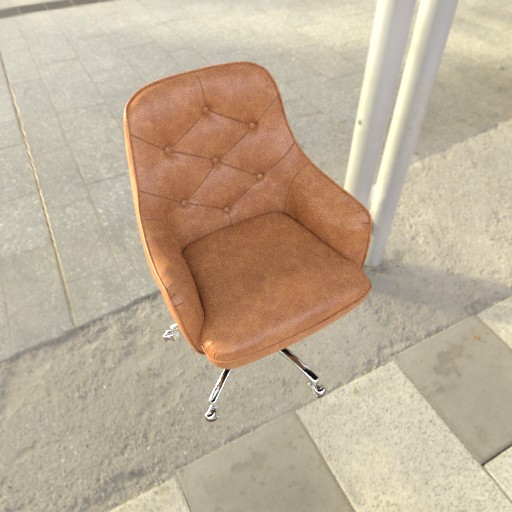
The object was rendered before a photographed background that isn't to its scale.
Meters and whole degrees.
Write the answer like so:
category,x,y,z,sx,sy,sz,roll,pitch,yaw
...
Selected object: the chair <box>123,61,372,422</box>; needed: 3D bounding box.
category,x,y,z,sx,sy,sz,roll,pitch,yaw
chair,0.000,0.000,1.317,0.628,0.909,0.615,-22,50,-20
